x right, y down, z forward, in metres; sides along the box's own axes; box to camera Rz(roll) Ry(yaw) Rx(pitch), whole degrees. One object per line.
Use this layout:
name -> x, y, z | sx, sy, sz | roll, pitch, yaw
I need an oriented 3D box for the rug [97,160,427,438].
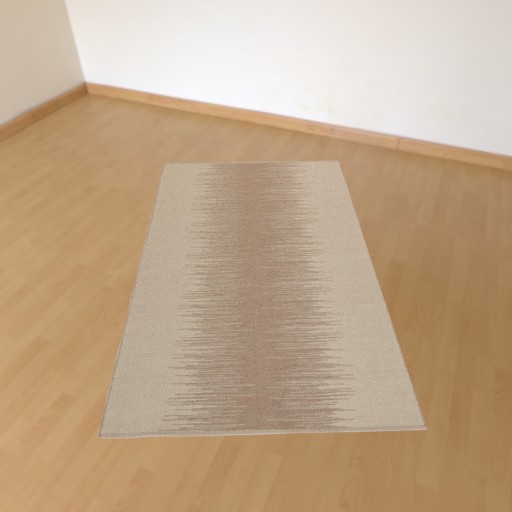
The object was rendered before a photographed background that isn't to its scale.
rug -> 0.000, 0.000, 2.938 | 1.522, 0.012, 2.440 | -1, 42, -1
